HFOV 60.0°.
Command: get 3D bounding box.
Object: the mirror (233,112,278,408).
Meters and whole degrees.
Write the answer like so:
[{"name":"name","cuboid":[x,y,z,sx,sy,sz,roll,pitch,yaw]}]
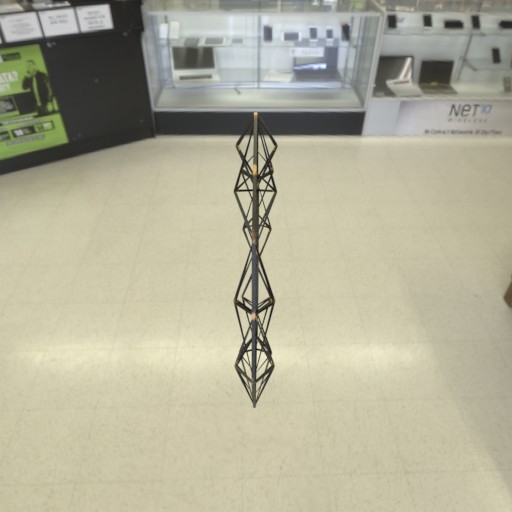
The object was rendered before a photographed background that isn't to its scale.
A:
[{"name":"mirror","cuboid":[0.000,0.000,1.062,0.094,0.710,0.710,0,40,1]}]
